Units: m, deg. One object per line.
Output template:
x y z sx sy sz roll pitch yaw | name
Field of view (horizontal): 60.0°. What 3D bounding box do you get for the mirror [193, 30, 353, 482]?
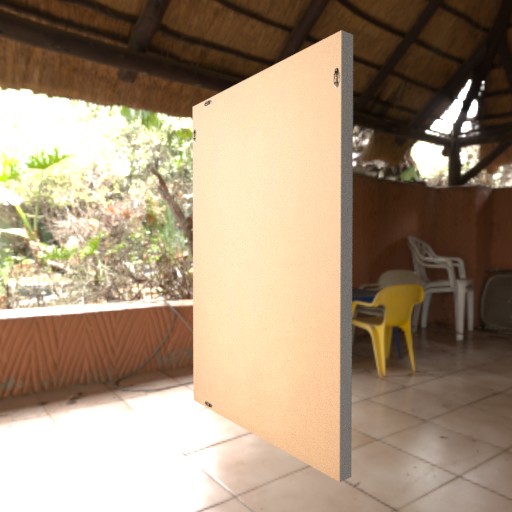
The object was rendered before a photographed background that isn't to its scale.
0.000 0.000 1.148 0.040 0.915 0.609 -1 1 -37 | mirror
